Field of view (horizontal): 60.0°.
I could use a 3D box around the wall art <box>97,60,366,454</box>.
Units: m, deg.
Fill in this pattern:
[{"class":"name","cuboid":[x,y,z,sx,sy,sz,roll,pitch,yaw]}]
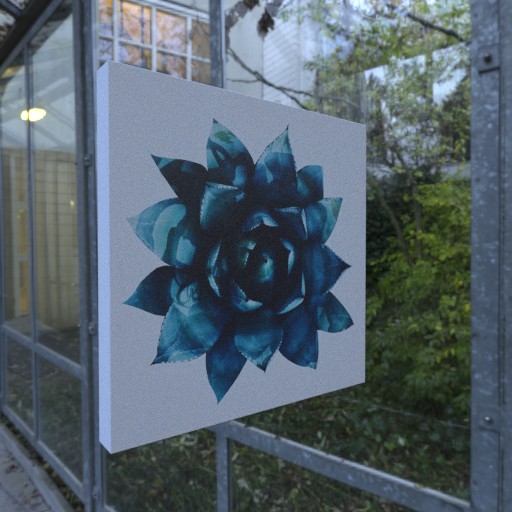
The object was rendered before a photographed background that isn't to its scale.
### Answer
[{"class":"wall art","cuboid":[0.000,0.000,0.594,0.406,0.406,0.038,-1,2,-37]}]
